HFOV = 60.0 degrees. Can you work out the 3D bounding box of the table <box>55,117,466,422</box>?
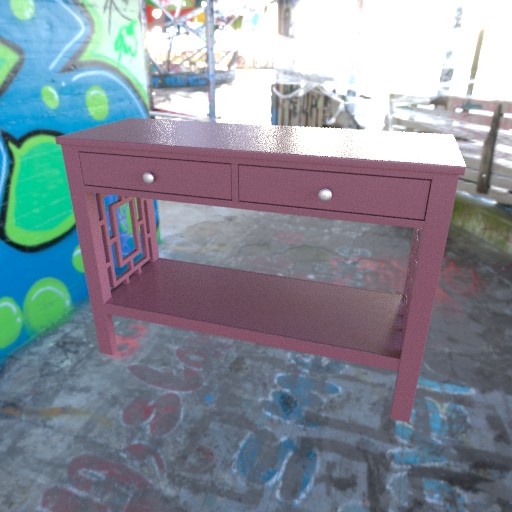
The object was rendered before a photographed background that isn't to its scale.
[{"bbox_3d":[0.000,0.000,1.421,1.068,0.753,0.397,8,27,16],"label":"table"}]
